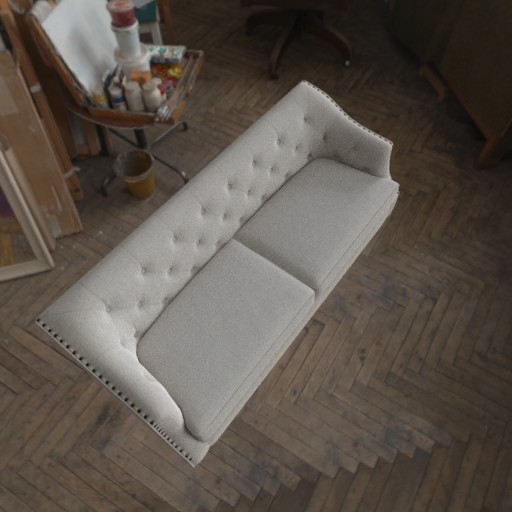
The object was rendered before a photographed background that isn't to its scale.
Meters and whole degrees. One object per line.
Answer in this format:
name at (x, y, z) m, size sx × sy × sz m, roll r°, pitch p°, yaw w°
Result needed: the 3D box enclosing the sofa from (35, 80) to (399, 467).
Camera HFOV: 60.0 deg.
sofa at (0.000, 0.000, 2.725) m, size 0.914 × 0.901 × 2.235 m, roll 33°, pitch 64°, yaw 19°
